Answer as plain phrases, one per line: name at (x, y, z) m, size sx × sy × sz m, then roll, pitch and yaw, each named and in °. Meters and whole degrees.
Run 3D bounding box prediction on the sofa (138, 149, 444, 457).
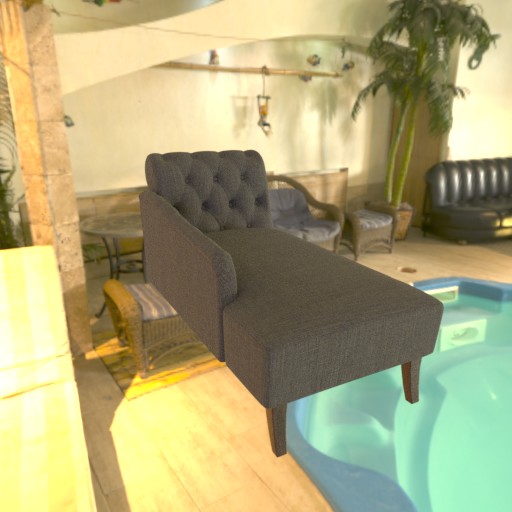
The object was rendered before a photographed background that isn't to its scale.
sofa at (0.000, 0.000, 1.858) m, size 0.675 × 0.787 × 1.379 m, roll -9°, pitch 19°, yaw -27°
